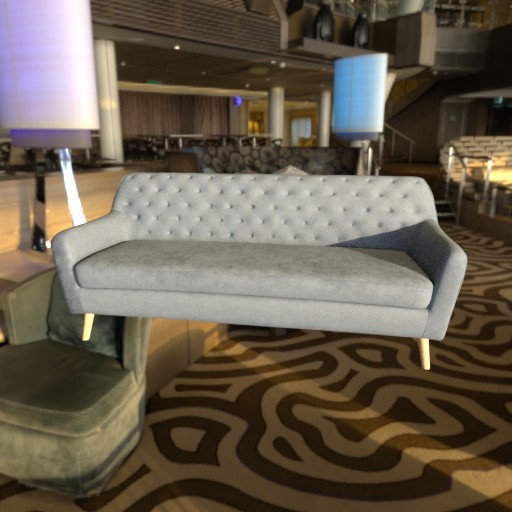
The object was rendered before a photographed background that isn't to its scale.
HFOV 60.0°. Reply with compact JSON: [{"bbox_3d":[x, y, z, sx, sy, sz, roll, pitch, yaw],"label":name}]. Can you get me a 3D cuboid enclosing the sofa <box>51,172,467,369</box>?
[{"bbox_3d":[0.000,0.000,2.432,1.975,0.832,0.841,3,15,10],"label":"sofa"}]
